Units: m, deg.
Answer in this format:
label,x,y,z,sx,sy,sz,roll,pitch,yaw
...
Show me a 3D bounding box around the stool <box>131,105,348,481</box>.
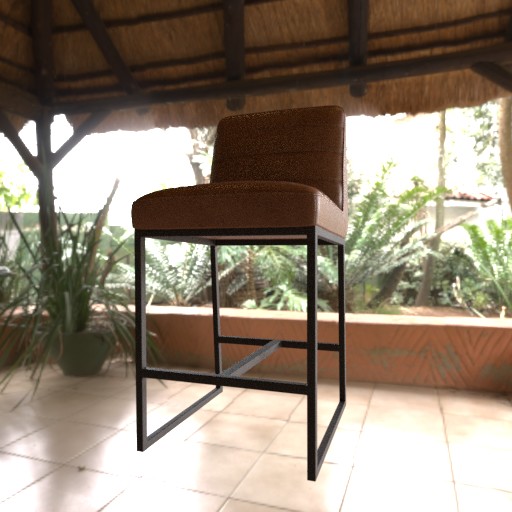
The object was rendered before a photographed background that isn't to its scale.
label,x,y,z,sx,sy,sz,roll,pitch,yaw
stool,0.000,0.000,1.233,0.458,0.940,0.556,0,1,19
